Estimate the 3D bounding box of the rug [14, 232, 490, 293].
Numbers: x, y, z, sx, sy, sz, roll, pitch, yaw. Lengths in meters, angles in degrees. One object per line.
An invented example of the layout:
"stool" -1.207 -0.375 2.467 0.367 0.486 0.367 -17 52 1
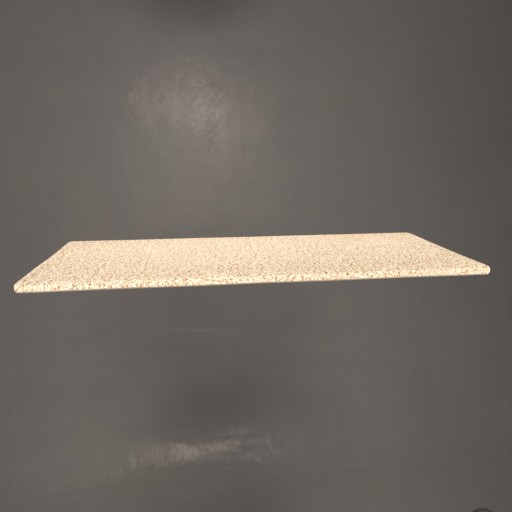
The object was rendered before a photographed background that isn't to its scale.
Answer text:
"rug" 0.000 0.000 1.691 1.524 0.030 0.609 -2 14 -7
